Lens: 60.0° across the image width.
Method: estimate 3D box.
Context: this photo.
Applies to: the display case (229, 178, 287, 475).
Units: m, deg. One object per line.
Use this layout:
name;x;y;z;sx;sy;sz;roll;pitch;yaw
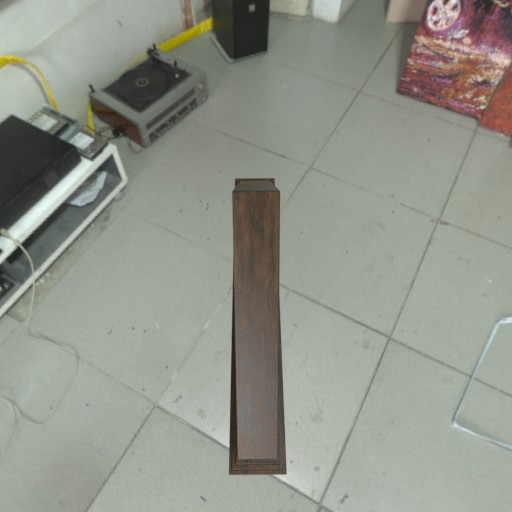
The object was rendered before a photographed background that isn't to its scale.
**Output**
display case;0.000;0.000;0.755;0.095;0.340;0.640;0;58;0
